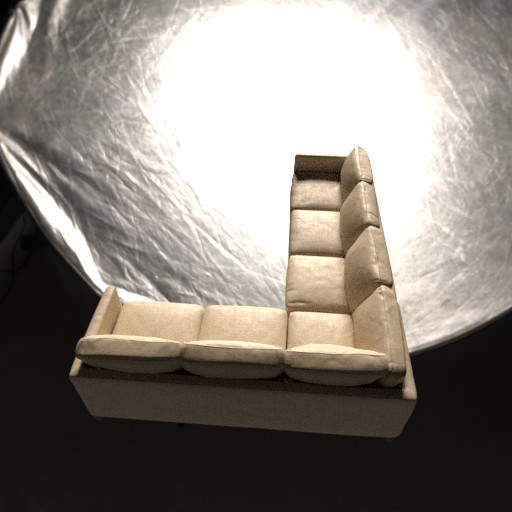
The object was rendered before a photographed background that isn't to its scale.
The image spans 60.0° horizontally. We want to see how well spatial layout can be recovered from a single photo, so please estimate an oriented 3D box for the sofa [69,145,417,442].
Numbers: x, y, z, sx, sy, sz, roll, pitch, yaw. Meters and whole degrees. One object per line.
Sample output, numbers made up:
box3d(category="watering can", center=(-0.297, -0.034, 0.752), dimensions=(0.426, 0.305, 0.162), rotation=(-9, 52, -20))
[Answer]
box3d(category="sofa", center=(0.000, 0.000, 4.530), dimensions=(2.593, 0.947, 3.302), rotation=(3, 44, 3))
